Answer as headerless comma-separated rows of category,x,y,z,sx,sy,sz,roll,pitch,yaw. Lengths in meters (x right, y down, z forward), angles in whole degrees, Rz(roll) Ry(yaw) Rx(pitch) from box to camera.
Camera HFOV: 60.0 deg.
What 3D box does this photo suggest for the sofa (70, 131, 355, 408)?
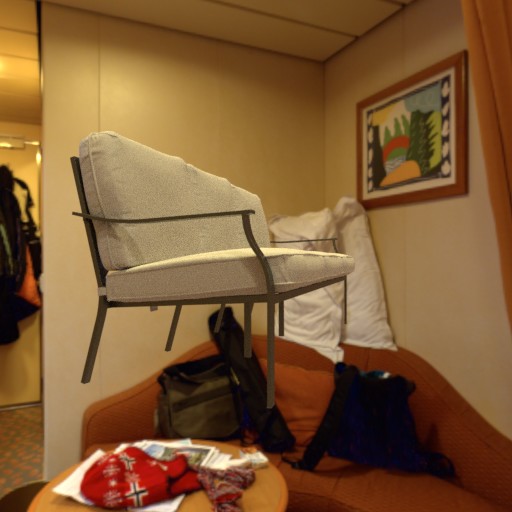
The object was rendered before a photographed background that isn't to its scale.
sofa,0.000,0.000,2.157,0.787,0.860,1.740,0,-1,18
